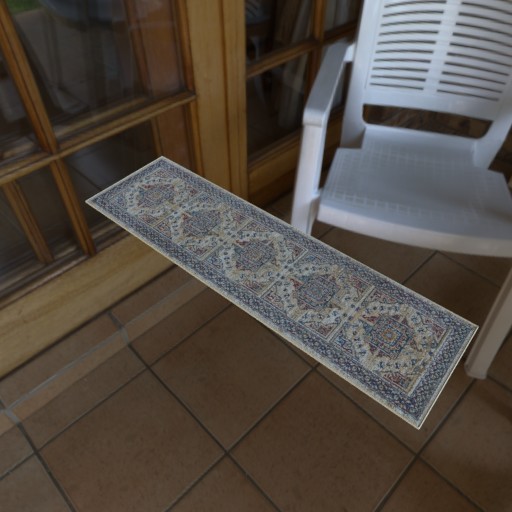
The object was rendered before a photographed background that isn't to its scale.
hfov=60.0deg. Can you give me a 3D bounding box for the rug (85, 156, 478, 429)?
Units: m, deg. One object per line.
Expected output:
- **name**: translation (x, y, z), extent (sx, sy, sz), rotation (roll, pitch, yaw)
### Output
- **rug**: translation (0.000, 0.000, 2.510), extent (2.297, 0.013, 0.661), rotation (31, 54, 26)
